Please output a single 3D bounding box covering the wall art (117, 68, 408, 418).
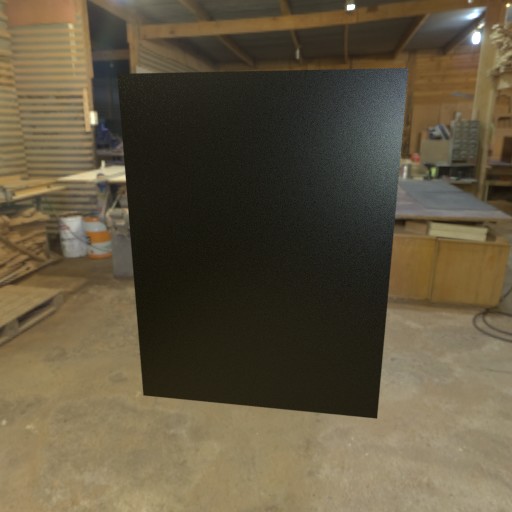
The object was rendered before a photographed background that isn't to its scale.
[{"bbox_3d":[0.000,0.000,0.753,0.442,0.582,0.013,3,16,9],"label":"wall art"}]
